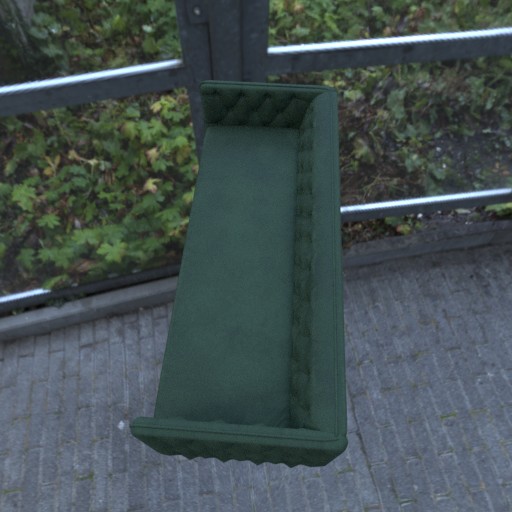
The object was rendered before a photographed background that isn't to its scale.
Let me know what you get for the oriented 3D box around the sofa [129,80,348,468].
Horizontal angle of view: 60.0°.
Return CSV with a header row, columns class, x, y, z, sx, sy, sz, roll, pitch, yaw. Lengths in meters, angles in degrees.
class,x,y,z,sx,sy,sz,roll,pitch,yaw
sofa,0.000,0.000,2.621,0.895,0.771,2.209,4,59,2
